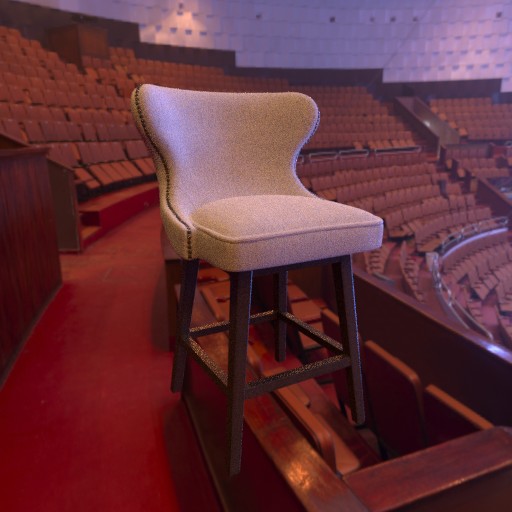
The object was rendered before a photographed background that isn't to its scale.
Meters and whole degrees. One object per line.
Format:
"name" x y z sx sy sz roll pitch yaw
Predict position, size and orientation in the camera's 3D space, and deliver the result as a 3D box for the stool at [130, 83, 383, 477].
"stool" 0.000 0.000 1.319 0.615 0.972 0.597 -8 17 -29
